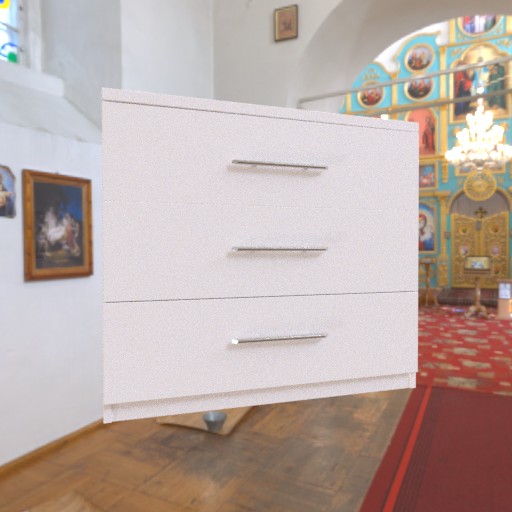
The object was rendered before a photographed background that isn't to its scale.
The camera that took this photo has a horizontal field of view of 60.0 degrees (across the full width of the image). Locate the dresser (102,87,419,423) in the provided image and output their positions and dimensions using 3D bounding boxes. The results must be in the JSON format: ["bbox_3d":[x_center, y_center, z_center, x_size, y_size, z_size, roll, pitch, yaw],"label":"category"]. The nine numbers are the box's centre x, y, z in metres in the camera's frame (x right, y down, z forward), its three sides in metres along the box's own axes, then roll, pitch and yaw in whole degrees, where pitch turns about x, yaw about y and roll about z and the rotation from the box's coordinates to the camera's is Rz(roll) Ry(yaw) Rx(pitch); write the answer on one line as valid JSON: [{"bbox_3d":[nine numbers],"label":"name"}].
[{"bbox_3d":[0.000,0.000,1.279,0.830,0.740,0.420,0,1,-18],"label":"dresser"}]
